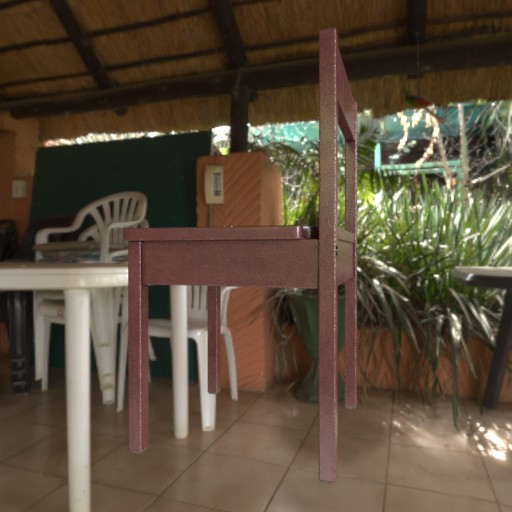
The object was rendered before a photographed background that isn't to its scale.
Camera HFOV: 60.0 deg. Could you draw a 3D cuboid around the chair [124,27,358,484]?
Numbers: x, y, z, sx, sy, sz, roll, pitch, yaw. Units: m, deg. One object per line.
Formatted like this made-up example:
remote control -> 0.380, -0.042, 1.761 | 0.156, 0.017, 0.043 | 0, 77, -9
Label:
chair -> 0.000, 0.000, 0.868 | 0.361, 0.668, 0.367 | 0, 0, 18
